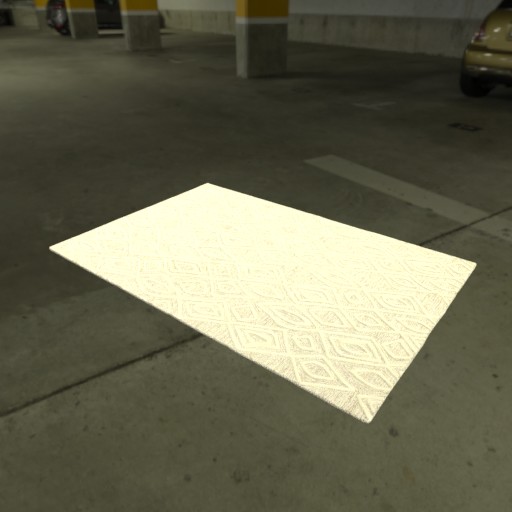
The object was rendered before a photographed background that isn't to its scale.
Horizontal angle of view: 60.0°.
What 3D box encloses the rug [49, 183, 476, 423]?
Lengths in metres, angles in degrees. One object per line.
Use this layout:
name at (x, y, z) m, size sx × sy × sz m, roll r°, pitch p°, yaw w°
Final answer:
rug at (0.000, 0.000, 2.266) m, size 1.832 × 0.016 × 1.224 m, roll 21°, pitch 36°, yaw 32°
